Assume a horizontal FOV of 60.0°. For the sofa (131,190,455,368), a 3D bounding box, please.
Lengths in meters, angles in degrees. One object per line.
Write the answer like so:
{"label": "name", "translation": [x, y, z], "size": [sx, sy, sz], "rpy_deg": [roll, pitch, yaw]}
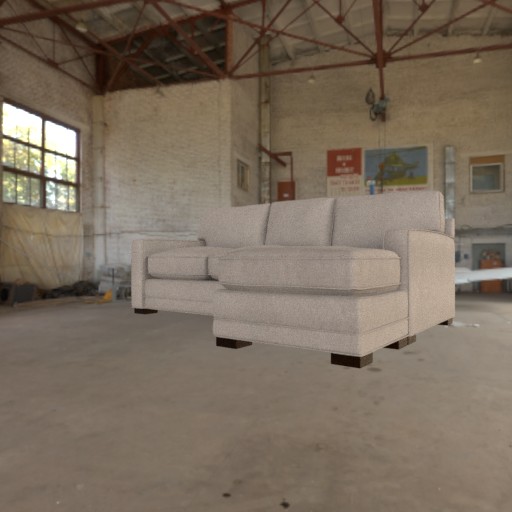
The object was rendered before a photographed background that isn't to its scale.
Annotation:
{"label": "sofa", "translation": [0.000, 0.000, 2.864], "size": [2.087, 0.861, 1.496], "rpy_deg": [0, 0, 37]}
